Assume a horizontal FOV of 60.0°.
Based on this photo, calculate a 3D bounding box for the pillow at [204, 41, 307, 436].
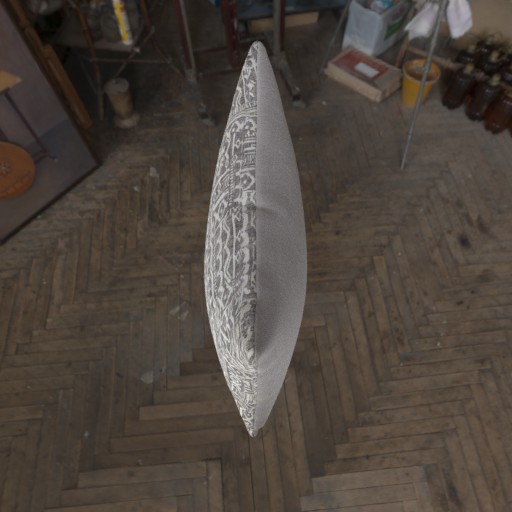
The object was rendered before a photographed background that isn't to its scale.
[{"bbox_3d":[0.000,0.000,0.798,0.180,0.487,0.546,1,60,0],"label":"pillow"}]
